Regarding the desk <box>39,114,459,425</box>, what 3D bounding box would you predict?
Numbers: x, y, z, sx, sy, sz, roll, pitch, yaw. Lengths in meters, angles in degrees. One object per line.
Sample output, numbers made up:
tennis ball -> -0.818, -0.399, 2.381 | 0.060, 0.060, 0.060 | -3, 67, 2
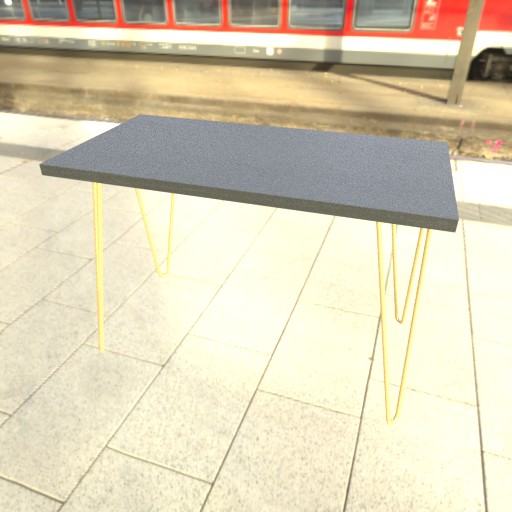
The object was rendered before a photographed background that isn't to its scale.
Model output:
desk -> 0.000, 0.000, 1.370 | 0.991, 0.660, 0.499 | 10, 34, 15
